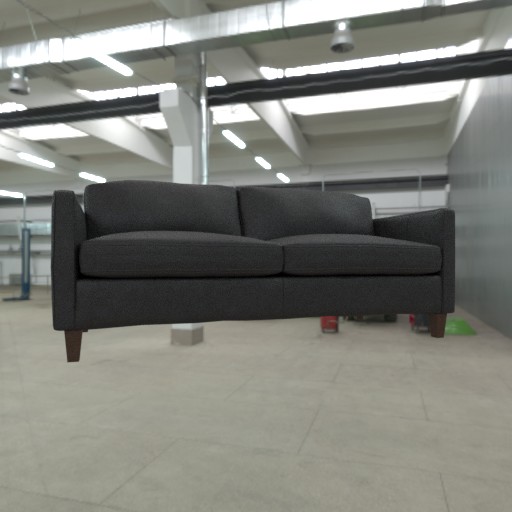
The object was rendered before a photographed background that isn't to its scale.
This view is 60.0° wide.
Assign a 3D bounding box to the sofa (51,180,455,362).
[{"bbox_3d":[0.000,0.000,2.423,1.971,0.863,0.933,0,-1,-18],"label":"sofa"}]
